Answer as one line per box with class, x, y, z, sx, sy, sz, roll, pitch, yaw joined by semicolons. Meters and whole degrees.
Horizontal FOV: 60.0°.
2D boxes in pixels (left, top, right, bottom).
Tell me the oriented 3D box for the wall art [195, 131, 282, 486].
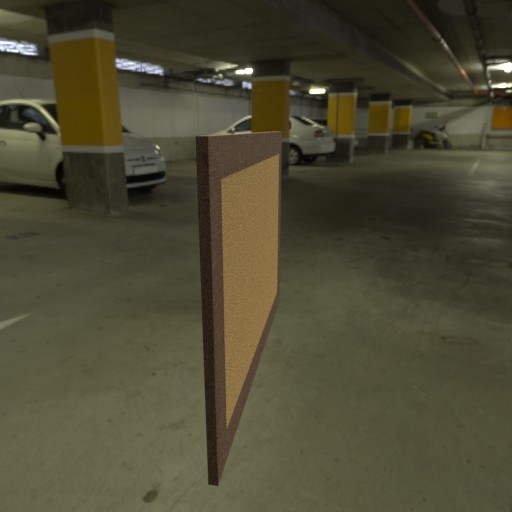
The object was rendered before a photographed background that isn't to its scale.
wall art;0.000;0.000;1.170;0.019;0.626;0.917;3;16;10
